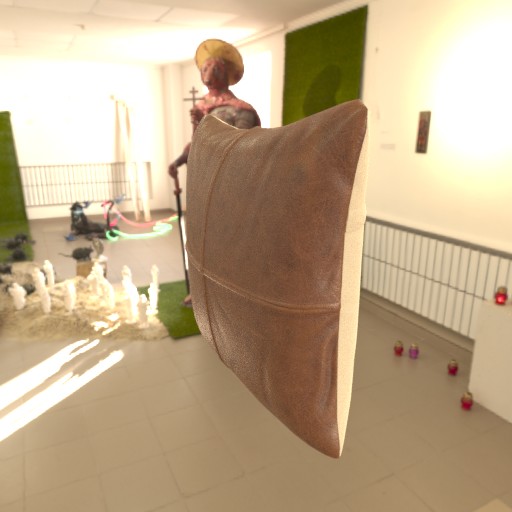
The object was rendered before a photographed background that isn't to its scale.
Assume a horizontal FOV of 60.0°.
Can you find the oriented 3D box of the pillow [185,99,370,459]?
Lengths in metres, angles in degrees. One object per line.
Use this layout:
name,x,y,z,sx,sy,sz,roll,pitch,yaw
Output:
pillow,0.000,0.000,0.736,0.192,0.470,0.484,-8,18,-26
